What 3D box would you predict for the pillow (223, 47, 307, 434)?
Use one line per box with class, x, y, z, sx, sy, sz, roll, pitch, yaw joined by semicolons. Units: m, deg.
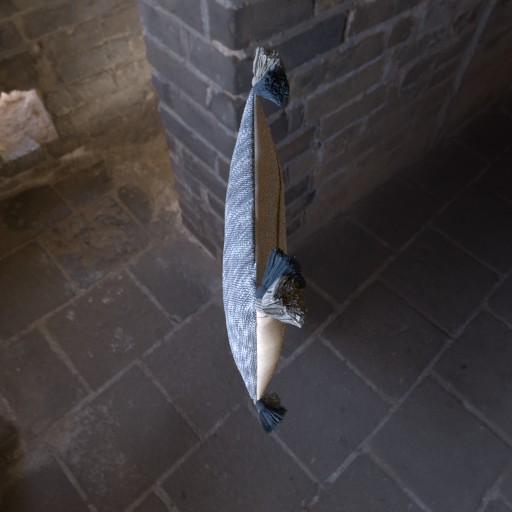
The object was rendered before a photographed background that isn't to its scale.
pillow;0.000;0.000;0.938;0.138;0.634;0.614;0;57;0
